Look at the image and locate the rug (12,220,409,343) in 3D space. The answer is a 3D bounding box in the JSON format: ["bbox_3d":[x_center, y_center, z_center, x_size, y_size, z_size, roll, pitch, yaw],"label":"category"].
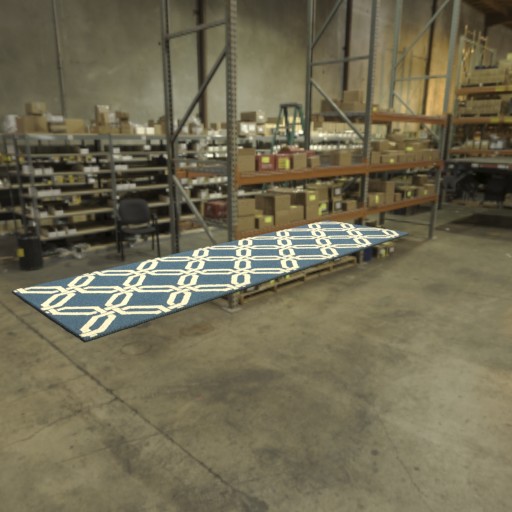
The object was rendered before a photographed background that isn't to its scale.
[{"bbox_3d":[0.000,0.000,2.434,0.678,0.014,2.276,14,21,42],"label":"rug"}]
